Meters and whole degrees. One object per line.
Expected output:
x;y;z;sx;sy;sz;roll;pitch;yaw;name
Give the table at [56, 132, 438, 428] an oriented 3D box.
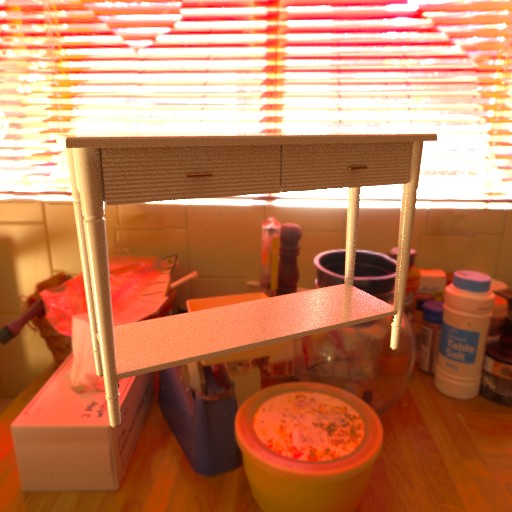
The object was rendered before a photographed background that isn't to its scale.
0.000;0.000;1.412;1.067;0.749;0.381;-8;18;-25;table
